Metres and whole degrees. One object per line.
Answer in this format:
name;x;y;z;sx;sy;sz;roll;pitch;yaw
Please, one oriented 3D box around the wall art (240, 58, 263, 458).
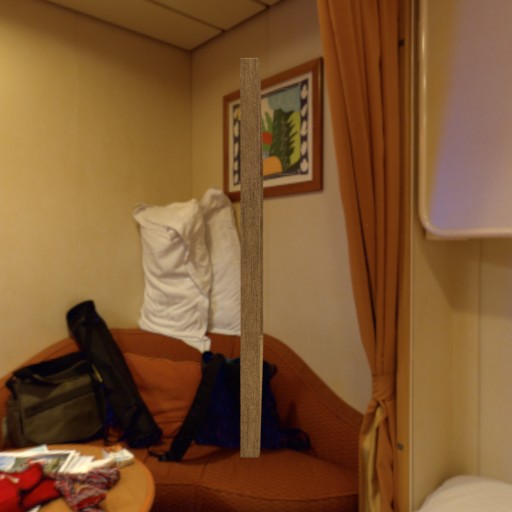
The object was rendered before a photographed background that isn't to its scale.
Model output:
wall art;0.000;0.000;0.938;0.026;0.535;0.690;0;1;1
